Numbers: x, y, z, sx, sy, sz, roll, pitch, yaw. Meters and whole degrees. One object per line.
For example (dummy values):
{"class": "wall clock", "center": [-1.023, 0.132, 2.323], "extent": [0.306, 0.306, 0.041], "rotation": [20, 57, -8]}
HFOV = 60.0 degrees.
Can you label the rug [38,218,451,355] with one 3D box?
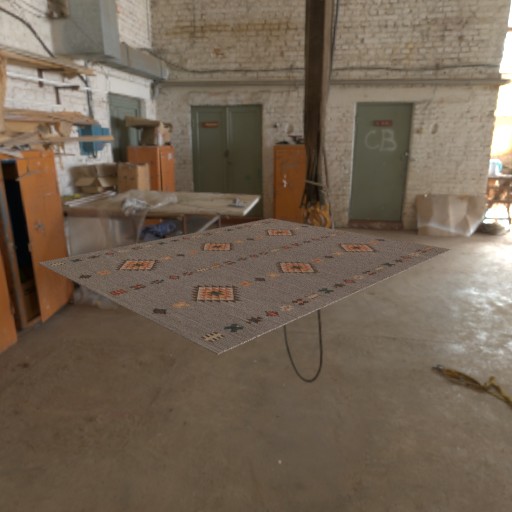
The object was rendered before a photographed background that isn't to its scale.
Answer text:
{"class": "rug", "center": [0.000, 0.000, 4.144], "extent": [2.425, 0.008, 3.035], "rotation": [14, 21, 42]}
